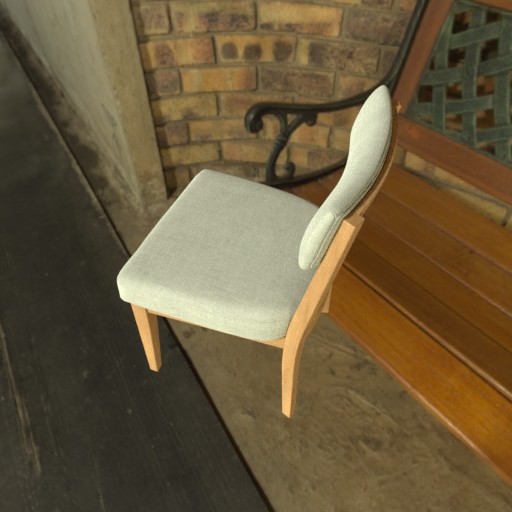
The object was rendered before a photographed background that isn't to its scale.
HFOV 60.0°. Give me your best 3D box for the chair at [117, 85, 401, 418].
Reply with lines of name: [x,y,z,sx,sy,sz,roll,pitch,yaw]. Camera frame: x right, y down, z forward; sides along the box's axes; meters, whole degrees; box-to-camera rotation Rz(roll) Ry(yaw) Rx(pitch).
chair: [0.000,0.000,1.205,0.572,0.832,0.508,16,48,14]
